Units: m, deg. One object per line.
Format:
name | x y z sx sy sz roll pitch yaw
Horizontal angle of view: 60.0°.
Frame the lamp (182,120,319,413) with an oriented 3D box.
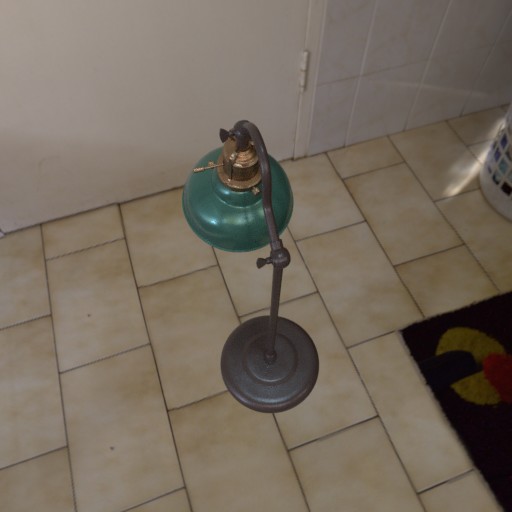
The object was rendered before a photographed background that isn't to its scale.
lamp | 0.000 0.000 0.694 0.192 0.508 0.374 -15 59 -9
